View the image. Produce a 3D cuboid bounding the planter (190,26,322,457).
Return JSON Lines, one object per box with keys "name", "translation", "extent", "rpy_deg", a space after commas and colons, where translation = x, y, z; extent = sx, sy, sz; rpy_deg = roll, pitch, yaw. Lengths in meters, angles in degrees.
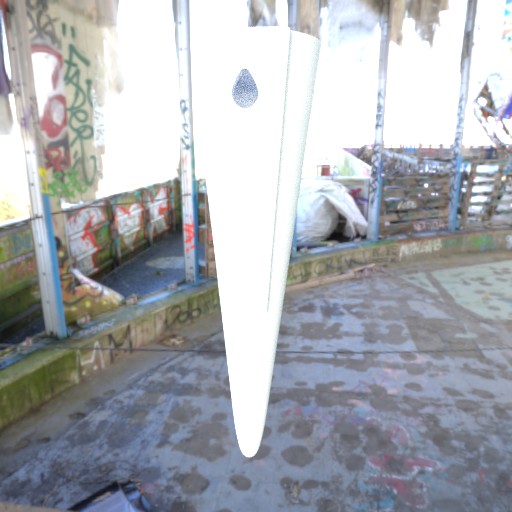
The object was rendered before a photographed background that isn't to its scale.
{"name": "planter", "translation": [0.000, 0.000, 0.220], "extent": [0.057, 0.193, 0.064], "rpy_deg": [2, 15, 7]}
